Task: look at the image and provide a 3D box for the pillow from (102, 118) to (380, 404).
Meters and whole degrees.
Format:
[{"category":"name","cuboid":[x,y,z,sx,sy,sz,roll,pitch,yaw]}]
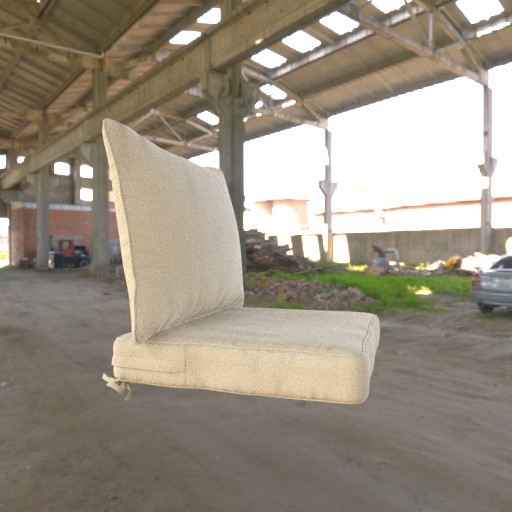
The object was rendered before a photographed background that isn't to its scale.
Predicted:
[{"category":"pillow","cuboid":[0.000,0.000,1.397,0.733,0.716,0.798,0,1,18]}]
